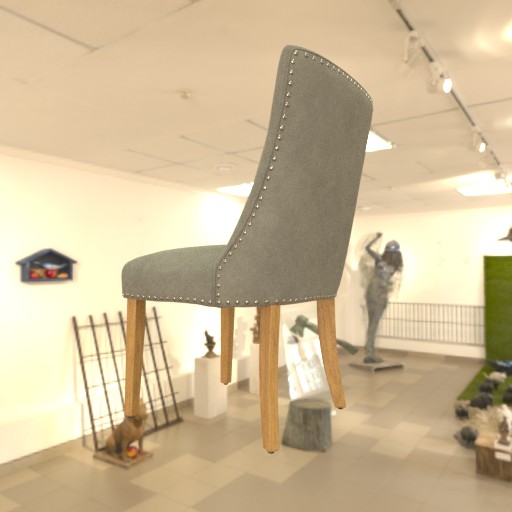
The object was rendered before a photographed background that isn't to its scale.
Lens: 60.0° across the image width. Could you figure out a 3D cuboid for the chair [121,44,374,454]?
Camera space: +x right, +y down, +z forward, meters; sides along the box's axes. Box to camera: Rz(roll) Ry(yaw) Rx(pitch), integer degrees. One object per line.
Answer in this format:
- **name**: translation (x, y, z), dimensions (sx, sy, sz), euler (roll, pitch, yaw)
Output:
- **chair**: translation (0.000, 0.000, 1.266), dimensions (0.610, 0.902, 0.495), euler (-1, -2, 35)
